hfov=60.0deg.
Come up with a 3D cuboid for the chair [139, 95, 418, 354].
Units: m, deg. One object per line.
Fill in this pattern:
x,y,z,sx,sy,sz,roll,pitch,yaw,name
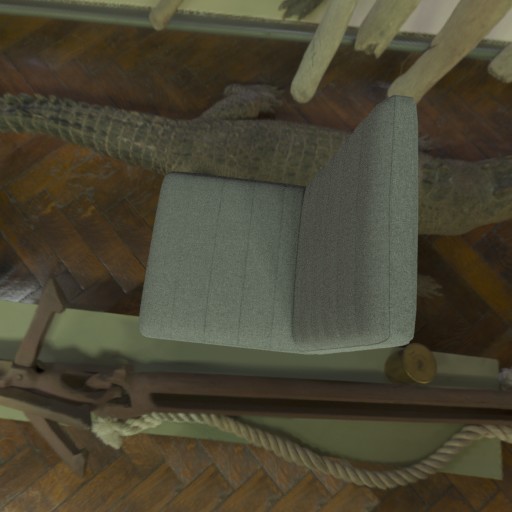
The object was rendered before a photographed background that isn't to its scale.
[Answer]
0.000,0.000,1.289,0.634,0.930,0.520,6,75,2,chair
